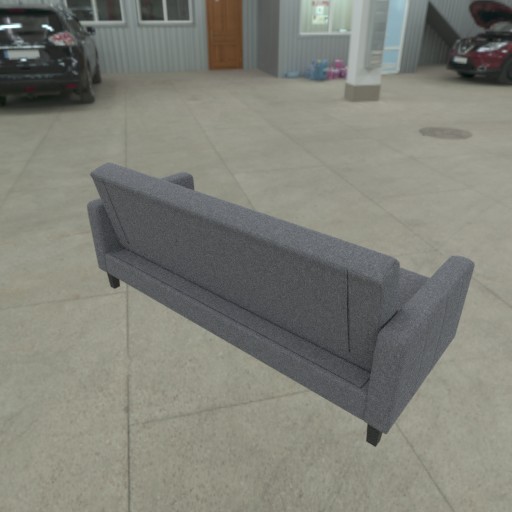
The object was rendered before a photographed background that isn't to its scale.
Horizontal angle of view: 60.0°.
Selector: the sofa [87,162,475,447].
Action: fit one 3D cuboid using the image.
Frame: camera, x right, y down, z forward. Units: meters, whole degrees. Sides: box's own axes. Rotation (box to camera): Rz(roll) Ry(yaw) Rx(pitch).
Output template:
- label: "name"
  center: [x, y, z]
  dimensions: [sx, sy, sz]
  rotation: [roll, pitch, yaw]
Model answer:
- label: "sofa"
  center: [0.000, 0.000, 2.444]
  dimensions: [2.040, 0.850, 0.810]
  rotation: [22, 36, 34]
